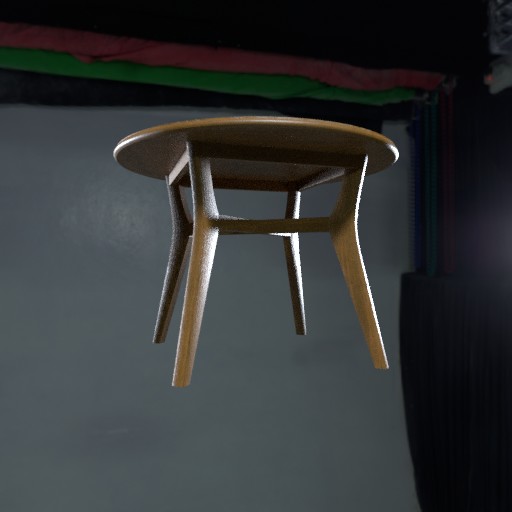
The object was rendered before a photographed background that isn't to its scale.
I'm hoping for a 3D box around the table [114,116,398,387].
[{"bbox_3d":[0.000,0.000,1.725,1.055,0.757,1.055,0,0,0],"label":"table"}]
